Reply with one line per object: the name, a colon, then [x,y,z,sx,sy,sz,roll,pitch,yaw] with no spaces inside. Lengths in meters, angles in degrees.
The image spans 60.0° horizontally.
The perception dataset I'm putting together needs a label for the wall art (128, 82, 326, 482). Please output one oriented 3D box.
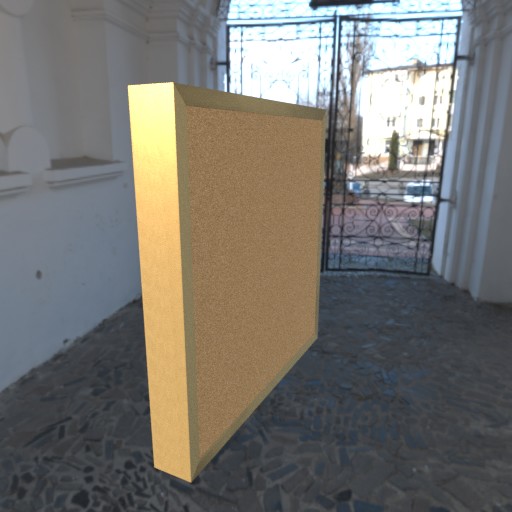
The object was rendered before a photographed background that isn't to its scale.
wall art: [0.000,0.000,0.460,0.038,0.305,0.304,7,17,26]
